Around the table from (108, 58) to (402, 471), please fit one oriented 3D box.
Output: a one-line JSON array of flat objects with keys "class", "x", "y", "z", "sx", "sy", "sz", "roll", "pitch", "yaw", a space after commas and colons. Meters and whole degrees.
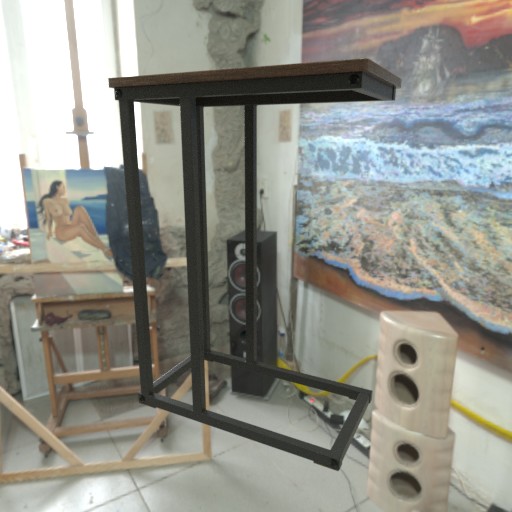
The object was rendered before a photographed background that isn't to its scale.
[{"class": "table", "x": 0.000, "y": 0.000, "z": 0.853, "sx": 0.450, "sy": 0.637, "sz": 0.254, "roll": 8, "pitch": 17, "yaw": 26}]
